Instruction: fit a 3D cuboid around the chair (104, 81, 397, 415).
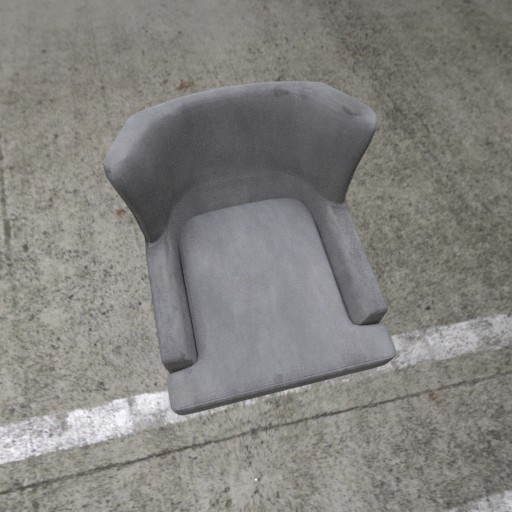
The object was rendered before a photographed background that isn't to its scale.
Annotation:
[{"bbox_3d":[0.000,0.000,1.590,0.784,0.950,0.906,-12,64,-6],"label":"chair"}]
